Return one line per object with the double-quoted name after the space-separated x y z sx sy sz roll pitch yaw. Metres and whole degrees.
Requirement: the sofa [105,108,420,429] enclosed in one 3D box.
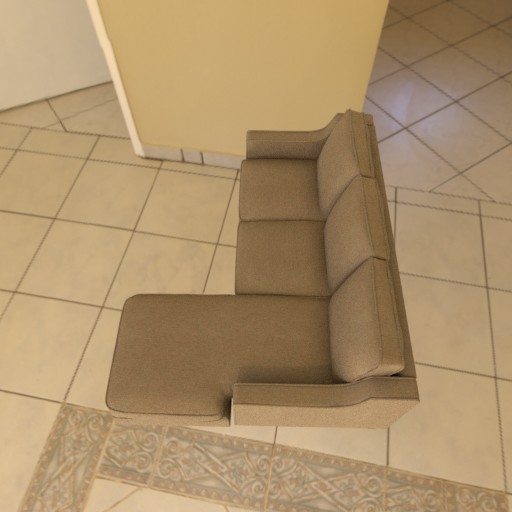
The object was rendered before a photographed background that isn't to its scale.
0.000 0.000 3.282 1.858 1.081 2.317 1 58 1 "sofa"
